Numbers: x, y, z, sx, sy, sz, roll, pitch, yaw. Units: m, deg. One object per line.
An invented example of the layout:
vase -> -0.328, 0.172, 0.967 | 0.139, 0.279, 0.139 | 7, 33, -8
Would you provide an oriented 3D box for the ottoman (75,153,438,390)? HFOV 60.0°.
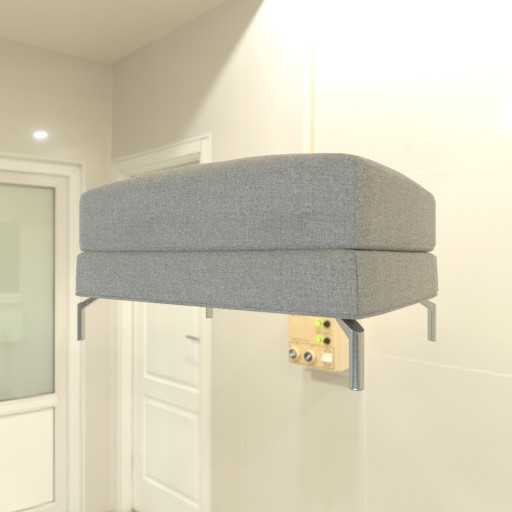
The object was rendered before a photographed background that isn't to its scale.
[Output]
ottoman -> 0.000, 0.000, 1.203 | 0.838, 0.457, 0.584 | 0, 0, 34
